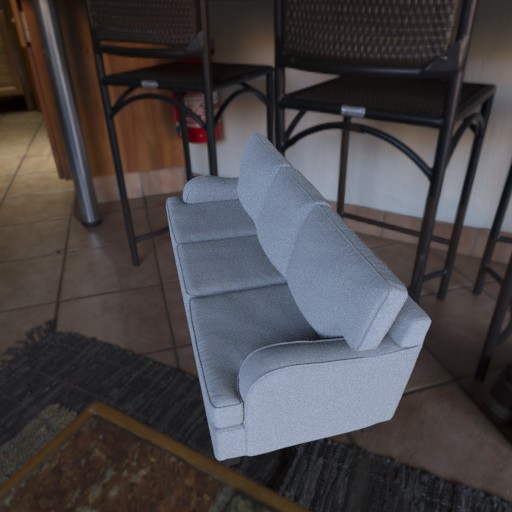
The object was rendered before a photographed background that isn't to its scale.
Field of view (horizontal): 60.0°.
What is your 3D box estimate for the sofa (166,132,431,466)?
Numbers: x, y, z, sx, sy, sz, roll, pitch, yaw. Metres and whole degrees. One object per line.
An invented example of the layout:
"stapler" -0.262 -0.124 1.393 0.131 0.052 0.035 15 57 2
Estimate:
"sofa" 0.000 0.000 2.921 1.016 0.997 2.323 -8 32 -12
